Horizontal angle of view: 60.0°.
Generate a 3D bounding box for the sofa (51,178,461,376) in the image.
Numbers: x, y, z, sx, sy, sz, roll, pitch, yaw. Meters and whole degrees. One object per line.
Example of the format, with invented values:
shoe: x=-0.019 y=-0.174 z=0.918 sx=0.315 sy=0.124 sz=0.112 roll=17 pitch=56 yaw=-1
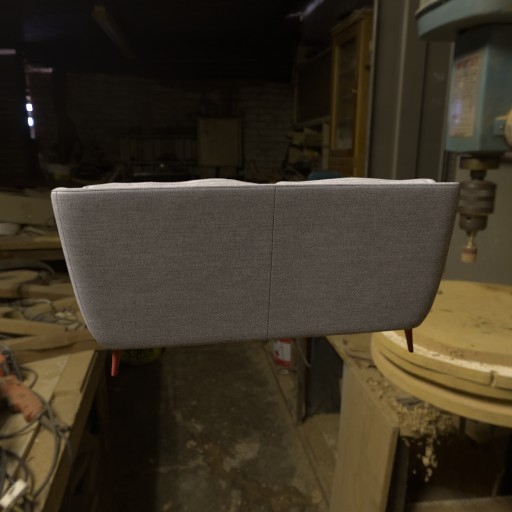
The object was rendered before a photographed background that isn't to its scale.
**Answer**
sofa: x=0.000 y=0.000 z=2.446 sx=1.930 sy=0.897 sz=0.976 roll=-2 pitch=15 yaw=-9
